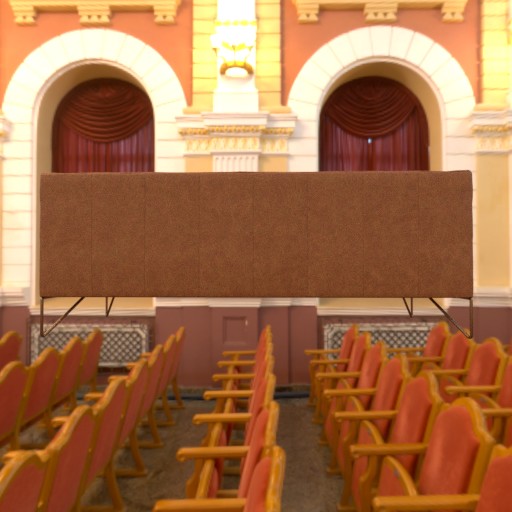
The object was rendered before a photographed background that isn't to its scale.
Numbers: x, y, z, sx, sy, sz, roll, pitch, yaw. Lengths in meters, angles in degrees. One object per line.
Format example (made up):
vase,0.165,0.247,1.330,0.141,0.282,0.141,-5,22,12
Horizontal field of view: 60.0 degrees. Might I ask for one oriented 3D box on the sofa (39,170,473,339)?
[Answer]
sofa,0.000,0.000,2.534,2.079,0.798,0.912,0,-1,2
